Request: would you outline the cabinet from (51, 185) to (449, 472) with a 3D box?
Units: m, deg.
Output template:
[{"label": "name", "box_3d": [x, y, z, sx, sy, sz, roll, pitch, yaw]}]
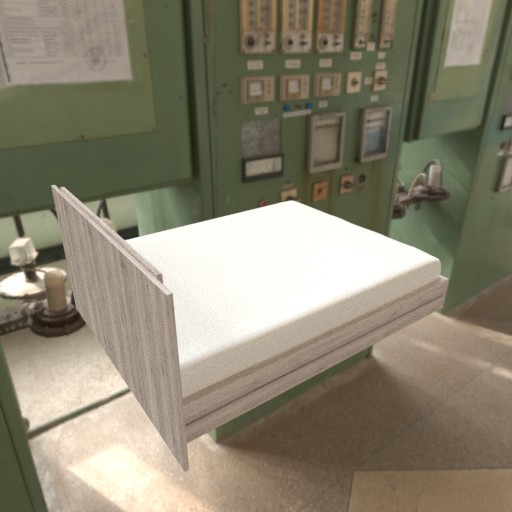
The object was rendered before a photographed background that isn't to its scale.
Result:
[{"label": "cabinet", "box_3d": [0.000, 0.000, 3.043, 2.080, 0.970, 1.750, -17, 31, -32]}]
